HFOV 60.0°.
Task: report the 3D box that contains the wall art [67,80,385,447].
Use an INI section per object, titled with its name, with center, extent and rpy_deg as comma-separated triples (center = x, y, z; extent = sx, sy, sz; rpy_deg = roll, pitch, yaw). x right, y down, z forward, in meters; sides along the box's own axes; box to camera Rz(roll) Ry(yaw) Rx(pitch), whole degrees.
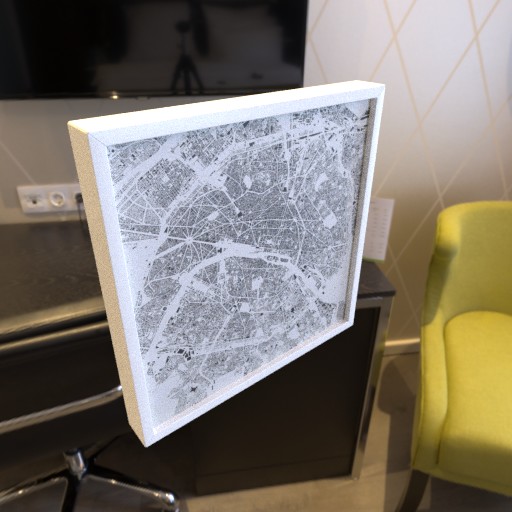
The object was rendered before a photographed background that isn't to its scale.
[wall art]
center = 0.000, 0.000, 0.450
extent = 0.305, 0.305, 0.038
rpy_deg = -22, 36, -33
